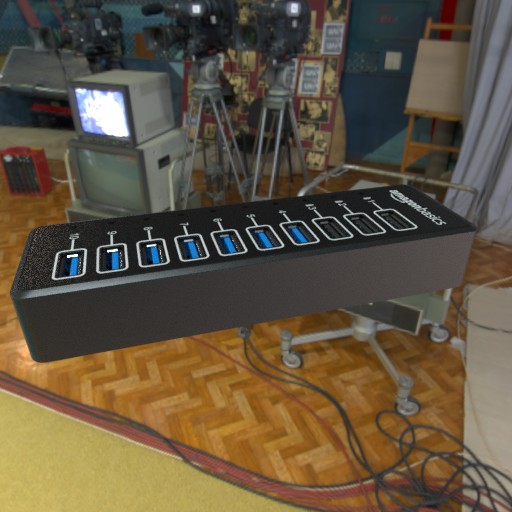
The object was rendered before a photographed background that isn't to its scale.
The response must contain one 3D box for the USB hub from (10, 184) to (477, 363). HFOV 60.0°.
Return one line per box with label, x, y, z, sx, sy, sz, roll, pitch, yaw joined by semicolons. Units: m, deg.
USB hub;0.000;0.000;0.154;0.145;0.023;0.044;-8;31;-14
